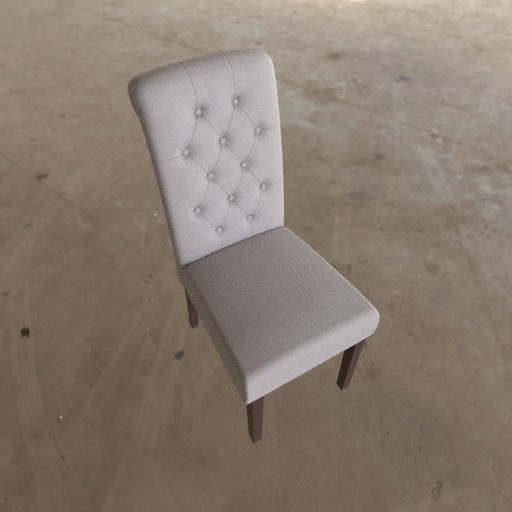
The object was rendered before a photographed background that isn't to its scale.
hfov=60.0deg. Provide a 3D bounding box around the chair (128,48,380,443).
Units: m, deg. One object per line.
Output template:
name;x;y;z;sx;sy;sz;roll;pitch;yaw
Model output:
chair;0.000;0.000;1.367;0.456;1.006;0.671;-23;50;-21
